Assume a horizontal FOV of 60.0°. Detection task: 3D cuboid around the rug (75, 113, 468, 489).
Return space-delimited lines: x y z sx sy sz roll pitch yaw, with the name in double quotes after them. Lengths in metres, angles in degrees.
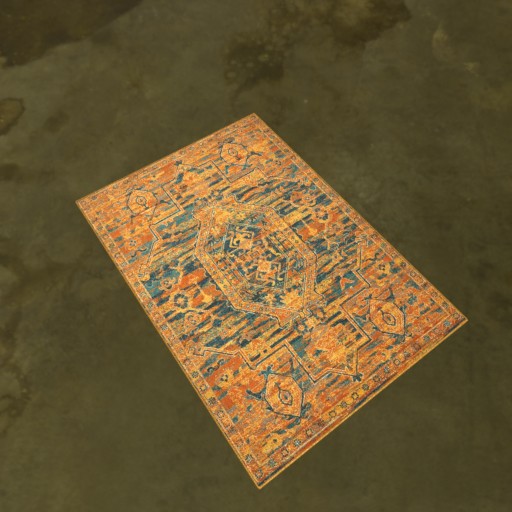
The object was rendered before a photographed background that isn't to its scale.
0.000 0.000 3.804 2.043 0.019 2.916 -32 64 -17 "rug"
